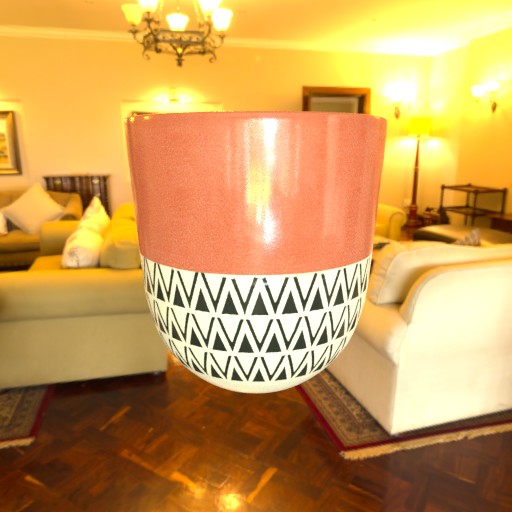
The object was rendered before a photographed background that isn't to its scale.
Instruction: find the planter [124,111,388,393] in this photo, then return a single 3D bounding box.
[{"bbox_3d":[0.000,0.000,0.366,0.195,0.214,0.195,0,14,0],"label":"planter"}]
